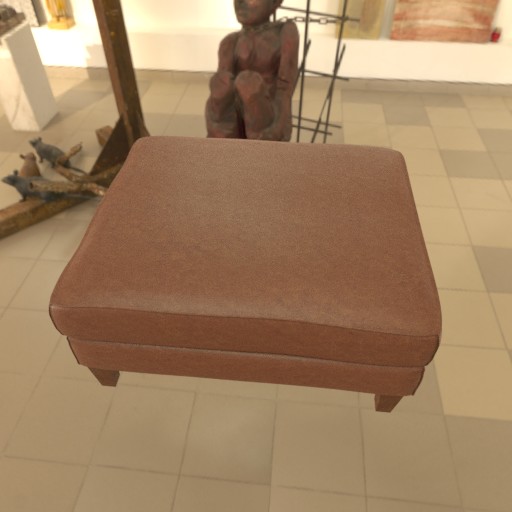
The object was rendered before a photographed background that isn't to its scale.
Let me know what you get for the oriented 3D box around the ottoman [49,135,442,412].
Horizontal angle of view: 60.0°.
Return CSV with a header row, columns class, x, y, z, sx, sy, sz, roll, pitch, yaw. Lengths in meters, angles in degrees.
class,x,y,z,sx,sy,sz,roll,pitch,yaw
ottoman,0.000,0.000,1.469,0.987,0.472,0.836,4,45,4
